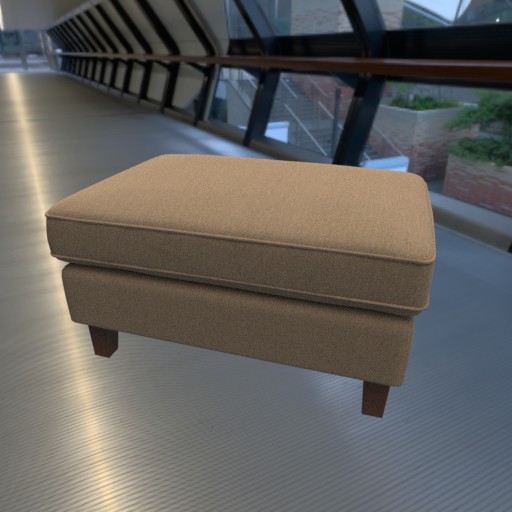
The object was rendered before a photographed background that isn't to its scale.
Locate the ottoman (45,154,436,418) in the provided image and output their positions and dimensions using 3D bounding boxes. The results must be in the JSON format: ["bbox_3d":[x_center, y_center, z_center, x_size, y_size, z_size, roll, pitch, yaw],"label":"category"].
[{"bbox_3d":[0.000,0.000,1.317,0.945,0.521,0.636,8,27,16],"label":"ottoman"}]
